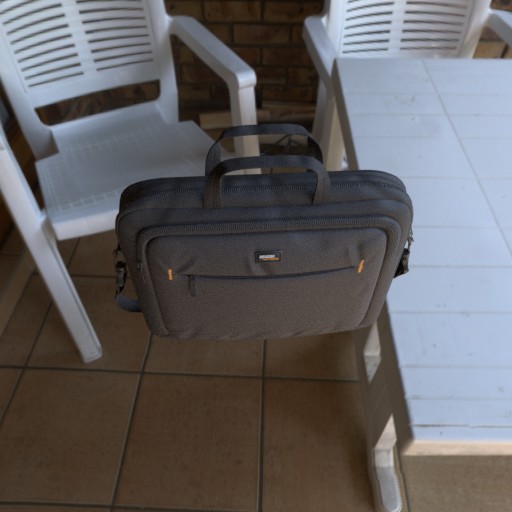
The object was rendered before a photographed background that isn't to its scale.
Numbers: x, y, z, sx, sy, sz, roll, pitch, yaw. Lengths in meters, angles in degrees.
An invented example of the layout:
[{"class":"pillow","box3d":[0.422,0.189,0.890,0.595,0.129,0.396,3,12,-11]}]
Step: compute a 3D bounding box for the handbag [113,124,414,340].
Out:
[{"class":"handbag","box3d":[0.000,0.000,0.431,0.320,0.244,0.089,-3,48,-2]}]
